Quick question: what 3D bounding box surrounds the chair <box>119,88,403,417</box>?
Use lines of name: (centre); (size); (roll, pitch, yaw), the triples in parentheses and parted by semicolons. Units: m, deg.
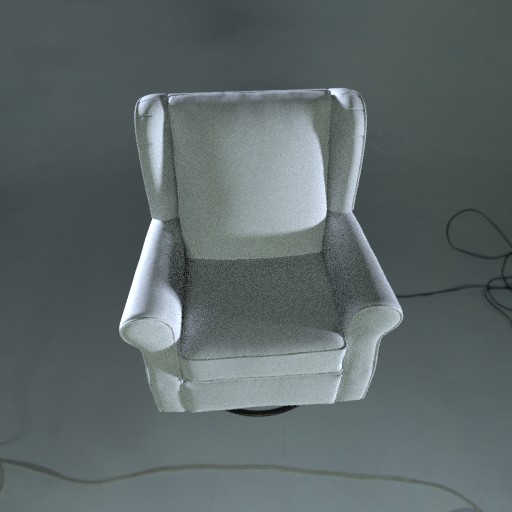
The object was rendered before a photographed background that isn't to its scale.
chair: (0.000, 0.000, 1.687); (0.906, 0.967, 0.854); (-3, 47, -2)
